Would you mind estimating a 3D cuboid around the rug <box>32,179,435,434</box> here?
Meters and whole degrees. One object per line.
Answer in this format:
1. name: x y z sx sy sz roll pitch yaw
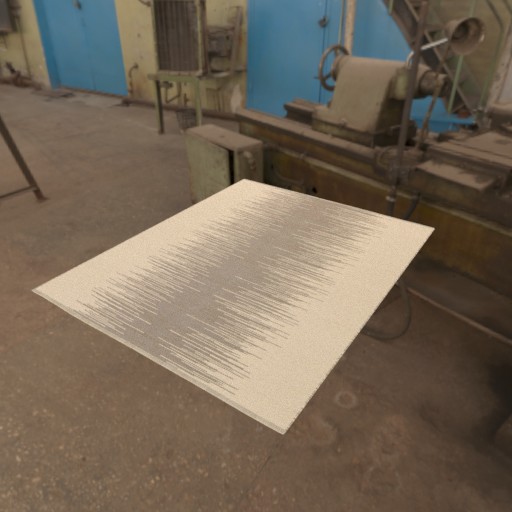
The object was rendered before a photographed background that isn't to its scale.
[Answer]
1. rug: 0.000 0.000 4.148 2.453 0.010 3.037 20 36 29
